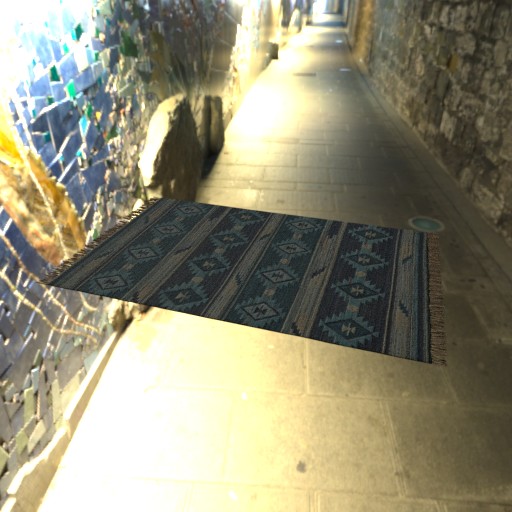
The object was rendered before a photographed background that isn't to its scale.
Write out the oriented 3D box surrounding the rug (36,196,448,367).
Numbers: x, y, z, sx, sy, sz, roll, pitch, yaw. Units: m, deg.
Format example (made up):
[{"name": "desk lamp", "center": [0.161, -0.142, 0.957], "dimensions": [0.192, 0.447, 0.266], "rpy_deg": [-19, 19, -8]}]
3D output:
[{"name": "rug", "center": [0.000, 0.000, 2.433], "dimensions": [1.936, 0.028, 1.181], "rpy_deg": [9, 31, 16]}]
